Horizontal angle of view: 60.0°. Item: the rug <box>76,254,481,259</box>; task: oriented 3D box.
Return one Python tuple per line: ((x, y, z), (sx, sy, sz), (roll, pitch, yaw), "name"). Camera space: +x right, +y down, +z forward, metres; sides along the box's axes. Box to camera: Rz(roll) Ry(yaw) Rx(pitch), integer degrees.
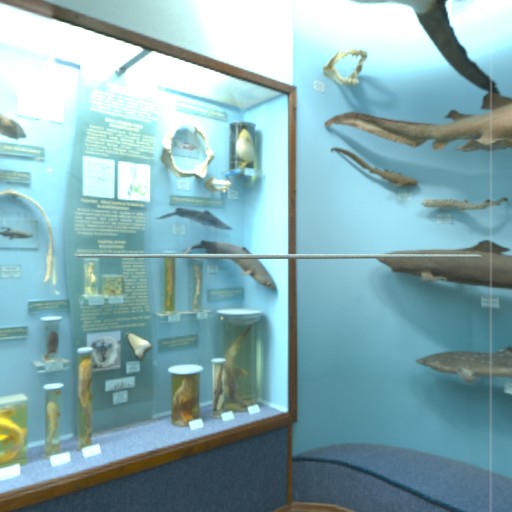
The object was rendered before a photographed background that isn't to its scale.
((0.000, 0.000, 4.207), (2.462, 0.030, 3.066), (0, 0, -37), "rug")
